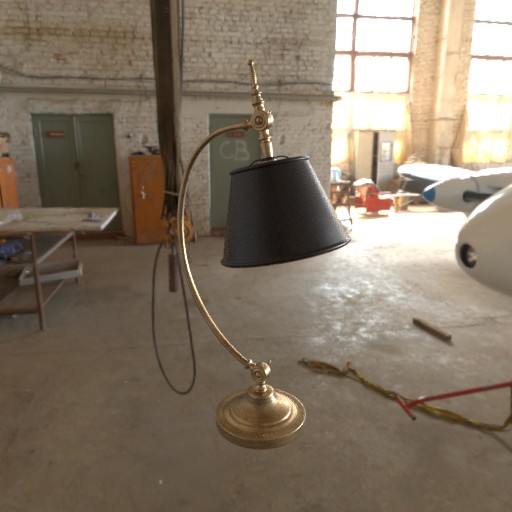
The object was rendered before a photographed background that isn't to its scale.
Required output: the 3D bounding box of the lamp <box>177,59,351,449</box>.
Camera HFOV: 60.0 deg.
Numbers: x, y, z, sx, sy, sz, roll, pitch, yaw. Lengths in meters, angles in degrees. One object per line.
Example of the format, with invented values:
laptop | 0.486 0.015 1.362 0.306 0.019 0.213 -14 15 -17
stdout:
lamp | 0.000 0.000 0.820 0.344 0.675 0.235 7 16 26
